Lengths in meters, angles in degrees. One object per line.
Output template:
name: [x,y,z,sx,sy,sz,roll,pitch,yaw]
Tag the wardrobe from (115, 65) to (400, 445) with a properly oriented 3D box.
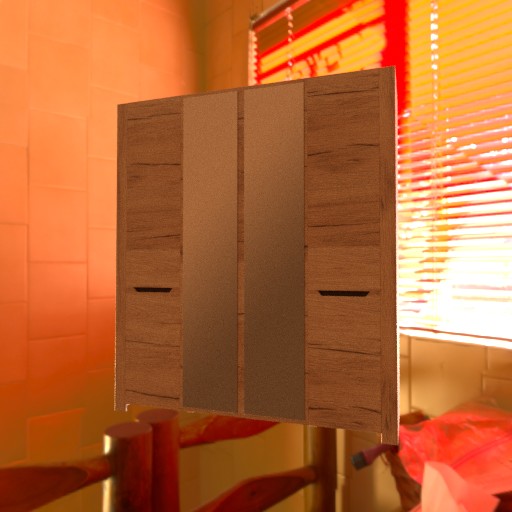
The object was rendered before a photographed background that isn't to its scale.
wardrobe: [0.000,0.000,2.973,1.810,2.070,0.580,0,-1,19]
